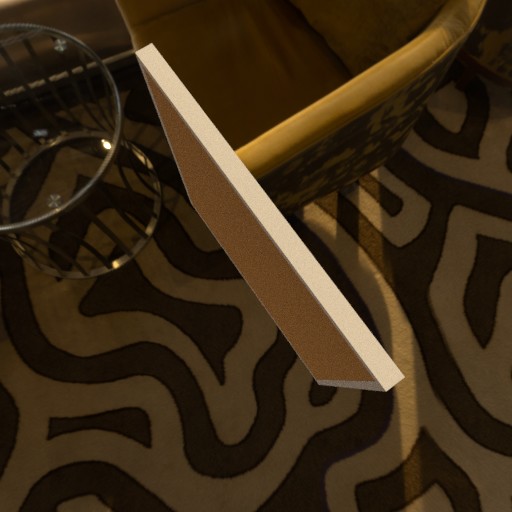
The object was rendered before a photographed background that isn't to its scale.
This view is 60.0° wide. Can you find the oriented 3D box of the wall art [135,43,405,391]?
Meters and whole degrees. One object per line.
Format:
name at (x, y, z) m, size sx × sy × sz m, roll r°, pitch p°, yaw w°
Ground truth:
wall art at (0.000, 0.000, 1.141) m, size 0.038 × 0.762 × 0.762 m, roll -34°, pitch 77°, yaw -9°
